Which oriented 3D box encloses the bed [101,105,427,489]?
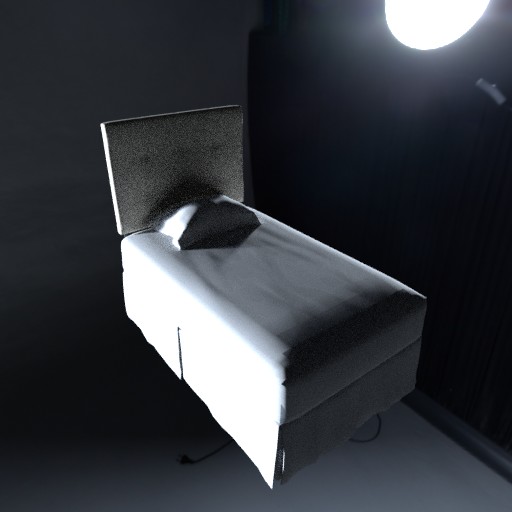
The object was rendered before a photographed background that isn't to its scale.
[{"bbox_3d":[0.000,0.000,2.961,1.261,1.571,1.997,-20,34,-32],"label":"bed"}]
